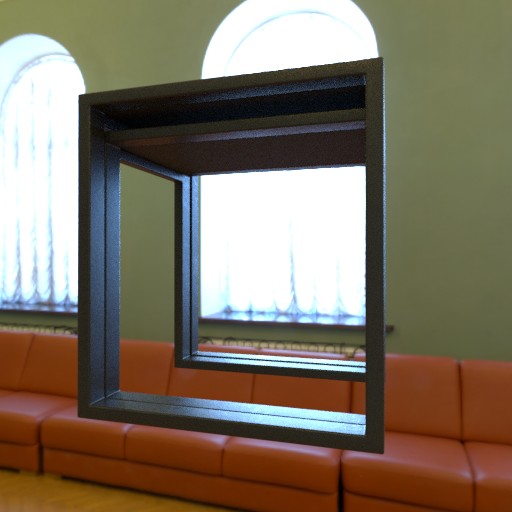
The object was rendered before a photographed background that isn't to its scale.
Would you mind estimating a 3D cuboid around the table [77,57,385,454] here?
[{"bbox_3d":[0.000,0.000,0.895,0.500,0.550,0.449,0,0,16],"label":"table"}]
